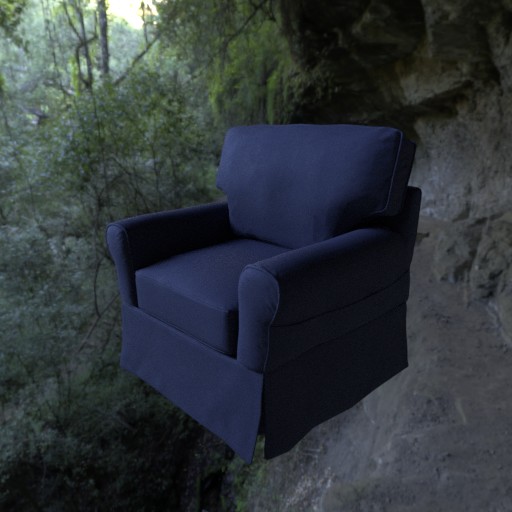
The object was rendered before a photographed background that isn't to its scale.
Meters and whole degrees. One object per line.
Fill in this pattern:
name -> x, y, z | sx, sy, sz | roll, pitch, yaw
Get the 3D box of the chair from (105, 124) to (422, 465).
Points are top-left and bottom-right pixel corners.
chair -> 0.000, 0.000, 2.002 | 1.119, 1.140, 1.002 | 16, 23, 41
